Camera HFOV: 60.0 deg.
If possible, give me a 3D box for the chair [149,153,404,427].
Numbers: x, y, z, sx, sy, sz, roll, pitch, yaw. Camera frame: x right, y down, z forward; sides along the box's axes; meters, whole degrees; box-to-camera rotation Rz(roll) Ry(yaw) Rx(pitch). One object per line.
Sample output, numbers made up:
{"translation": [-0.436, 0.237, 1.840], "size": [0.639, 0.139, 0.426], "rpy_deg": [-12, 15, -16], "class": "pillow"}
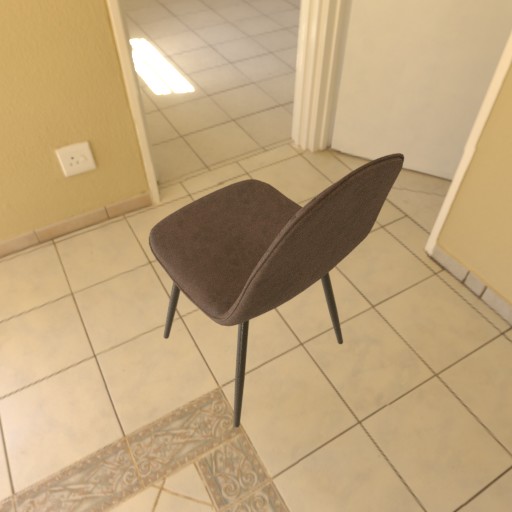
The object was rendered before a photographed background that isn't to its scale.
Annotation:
{"translation": [0.000, 0.000, 1.205], "size": [0.472, 0.889, 0.561], "rpy_deg": [-31, 55, -25], "class": "chair"}
